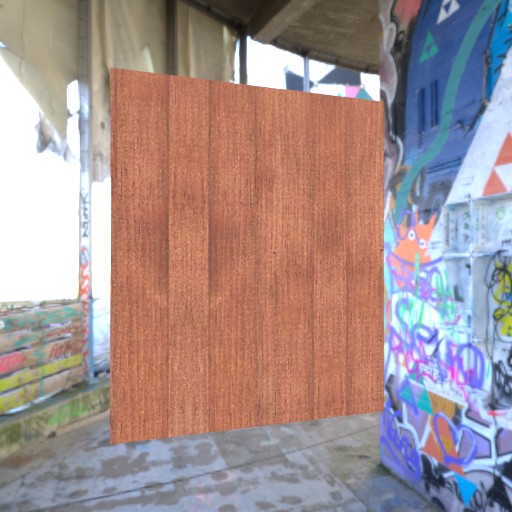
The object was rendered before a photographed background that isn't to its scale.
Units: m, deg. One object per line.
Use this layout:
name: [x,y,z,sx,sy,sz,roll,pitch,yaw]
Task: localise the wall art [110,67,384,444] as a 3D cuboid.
wall art: [0.000,0.000,0.604,0.377,0.449,0.039,0,0,-18]
